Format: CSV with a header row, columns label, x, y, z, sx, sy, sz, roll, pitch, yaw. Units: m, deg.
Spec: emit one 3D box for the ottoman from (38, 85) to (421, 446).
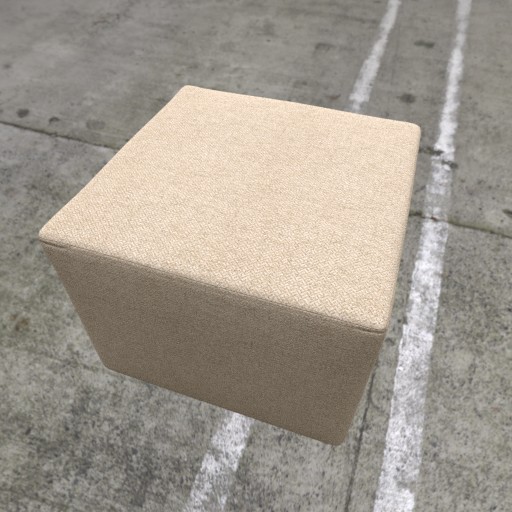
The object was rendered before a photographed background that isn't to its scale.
label,x,y,z,sx,sy,sz,roll,pitch,yaw
ottoman,0.000,0.000,0.875,0.508,0.432,0.508,14,48,13
